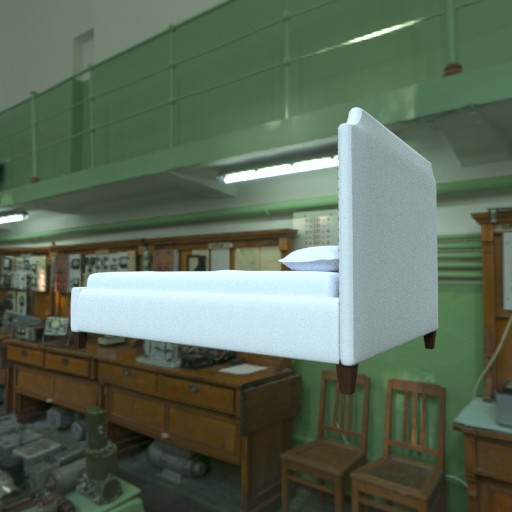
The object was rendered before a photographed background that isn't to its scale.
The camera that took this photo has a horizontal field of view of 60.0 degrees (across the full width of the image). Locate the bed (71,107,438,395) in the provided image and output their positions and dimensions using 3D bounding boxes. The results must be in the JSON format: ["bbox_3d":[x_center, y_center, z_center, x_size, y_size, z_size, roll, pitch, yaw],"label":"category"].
[{"bbox_3d":[0.000,0.000,3.475,2.372,1.443,1.712,-2,-3,35],"label":"bed"}]
